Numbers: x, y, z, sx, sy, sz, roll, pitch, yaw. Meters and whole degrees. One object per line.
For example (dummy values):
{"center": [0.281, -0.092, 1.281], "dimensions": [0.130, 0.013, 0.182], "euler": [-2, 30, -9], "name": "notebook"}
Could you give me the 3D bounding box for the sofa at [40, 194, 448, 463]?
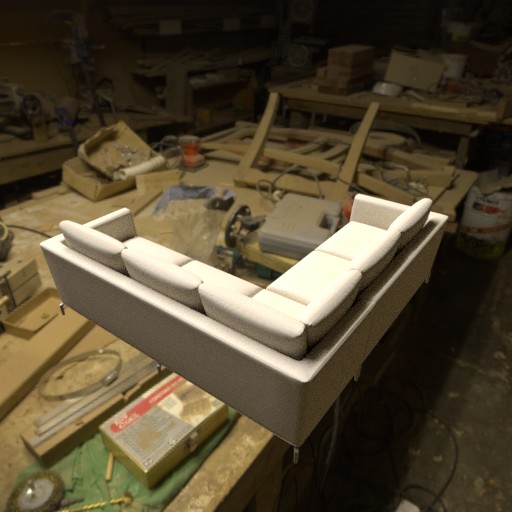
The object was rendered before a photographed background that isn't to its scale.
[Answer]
{"center": [0.000, 0.000, 3.785], "dimensions": [2.448, 0.867, 2.430], "euler": [21, 36, 31], "name": "sofa"}
